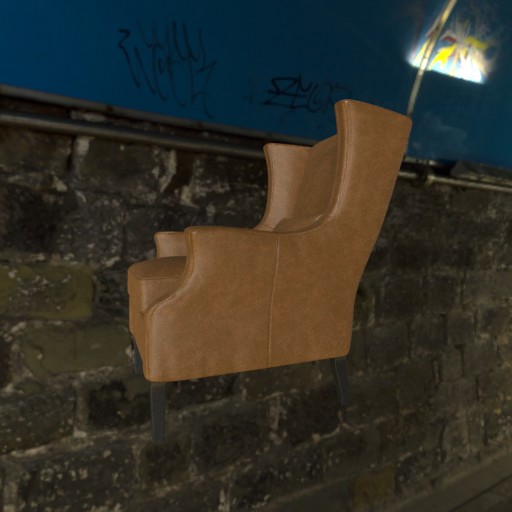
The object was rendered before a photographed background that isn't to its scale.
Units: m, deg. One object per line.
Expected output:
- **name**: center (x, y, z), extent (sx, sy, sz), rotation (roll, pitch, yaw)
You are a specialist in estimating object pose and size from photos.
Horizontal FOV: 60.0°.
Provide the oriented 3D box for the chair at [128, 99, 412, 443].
- **chair**: center (0.000, 0.000, 1.702), extent (0.925, 1.016, 0.852), rotation (-1, 2, -19)
